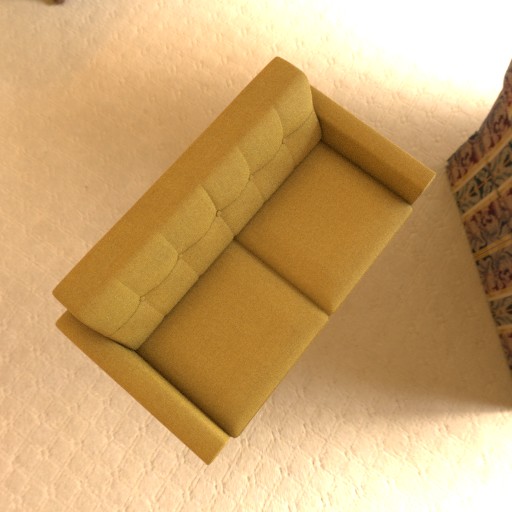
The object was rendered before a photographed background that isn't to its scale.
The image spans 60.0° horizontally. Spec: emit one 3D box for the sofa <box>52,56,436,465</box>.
[{"bbox_3d":[0.000,0.000,2.112,0.909,0.841,1.631,39,78,9],"label":"sofa"}]
